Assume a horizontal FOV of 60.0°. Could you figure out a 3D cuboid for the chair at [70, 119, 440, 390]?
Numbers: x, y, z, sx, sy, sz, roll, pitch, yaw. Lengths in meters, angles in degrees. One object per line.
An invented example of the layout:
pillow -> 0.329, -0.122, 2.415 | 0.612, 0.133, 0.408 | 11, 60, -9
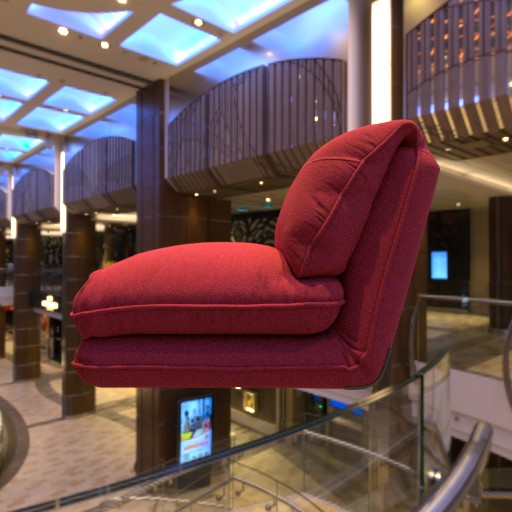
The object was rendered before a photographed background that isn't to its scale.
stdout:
chair -> 0.000, 0.000, 1.293 | 0.780, 0.580, 0.820 | 0, -1, 1
